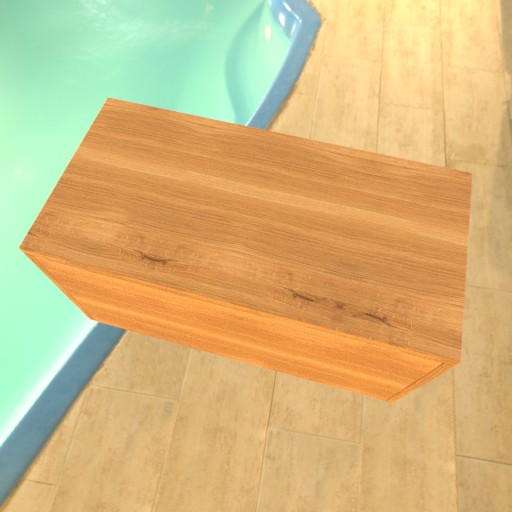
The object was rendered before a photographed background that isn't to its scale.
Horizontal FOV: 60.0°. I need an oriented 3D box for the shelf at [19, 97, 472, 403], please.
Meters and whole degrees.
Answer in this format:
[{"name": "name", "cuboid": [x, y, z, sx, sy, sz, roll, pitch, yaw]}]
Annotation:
[{"name": "shelf", "cuboid": [0.000, 0.000, 1.034, 0.800, 0.400, 0.400, 14, 63, 7]}]
